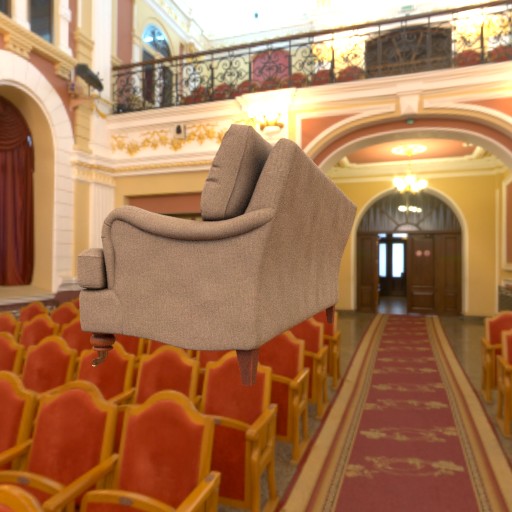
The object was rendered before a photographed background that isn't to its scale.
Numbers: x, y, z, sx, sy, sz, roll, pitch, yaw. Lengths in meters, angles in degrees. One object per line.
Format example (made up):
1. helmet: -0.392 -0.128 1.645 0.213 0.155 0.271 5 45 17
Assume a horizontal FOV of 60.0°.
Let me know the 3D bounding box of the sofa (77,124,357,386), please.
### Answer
1. sofa: 0.000 0.000 2.886 1.069 1.096 2.193 0 -1 19
